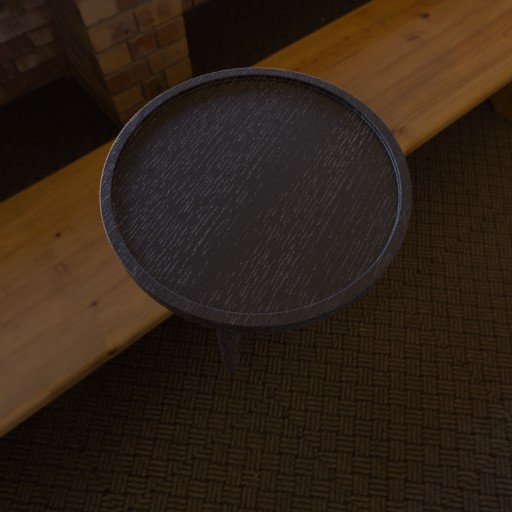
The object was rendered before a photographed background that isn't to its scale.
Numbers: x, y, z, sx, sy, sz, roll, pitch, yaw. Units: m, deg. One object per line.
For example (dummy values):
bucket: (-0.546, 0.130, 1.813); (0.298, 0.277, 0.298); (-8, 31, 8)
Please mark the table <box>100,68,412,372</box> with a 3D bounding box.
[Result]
table: (0.000, 0.000, 0.778); (0.399, 0.460, 0.399); (0, 64, 0)
